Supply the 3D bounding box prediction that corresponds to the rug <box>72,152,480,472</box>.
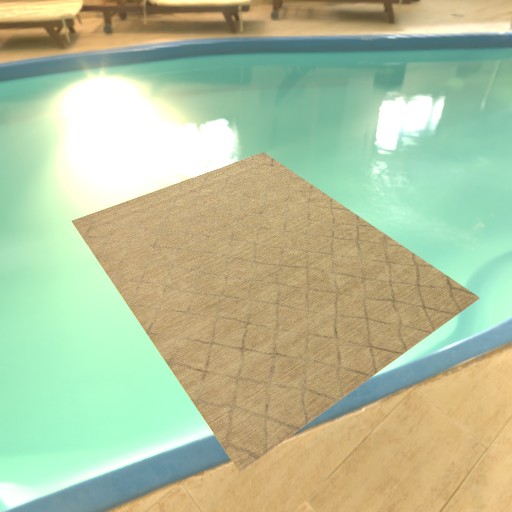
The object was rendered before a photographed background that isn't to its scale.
[{"bbox_3d":[0.000,0.000,4.094,2.420,0.019,3.038,-26,48,-26],"label":"rug"}]
